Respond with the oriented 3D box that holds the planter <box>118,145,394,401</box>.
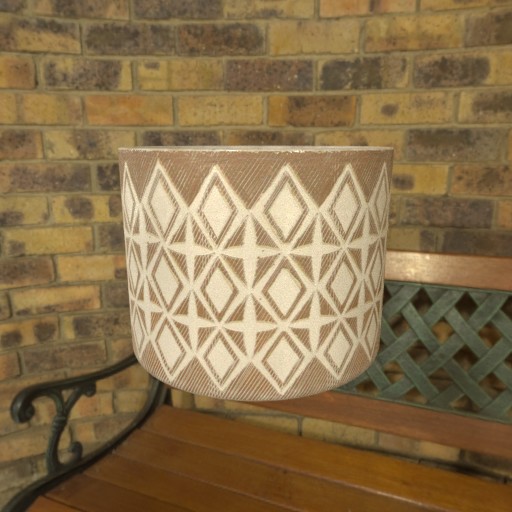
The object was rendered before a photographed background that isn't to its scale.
[{"bbox_3d":[0.000,0.000,0.344,0.193,0.165,0.193,0,14,0],"label":"planter"}]
